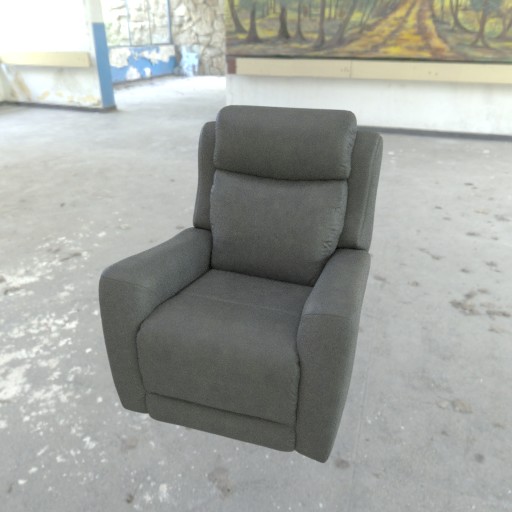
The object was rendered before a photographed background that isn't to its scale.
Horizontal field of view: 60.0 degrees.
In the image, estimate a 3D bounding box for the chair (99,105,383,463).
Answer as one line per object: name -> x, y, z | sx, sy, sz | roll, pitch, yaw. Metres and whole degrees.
chair -> 0.000, 0.000, 1.918 | 0.967, 1.116, 1.068 | 9, 28, 16
